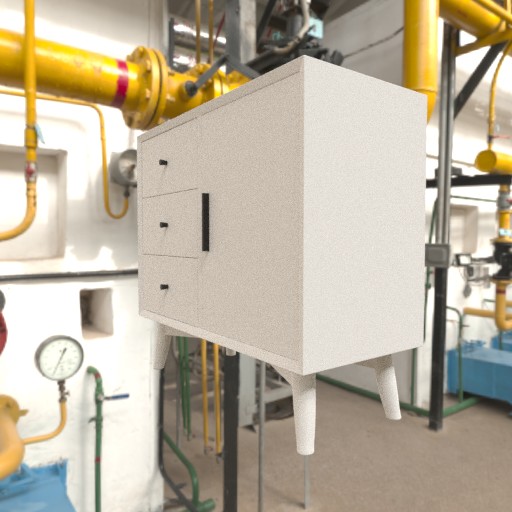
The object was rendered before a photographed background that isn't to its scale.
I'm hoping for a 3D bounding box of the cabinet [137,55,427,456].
[{"bbox_3d":[0.000,0.000,1.245,0.398,0.761,0.800,-2,3,-36],"label":"cabinet"}]
